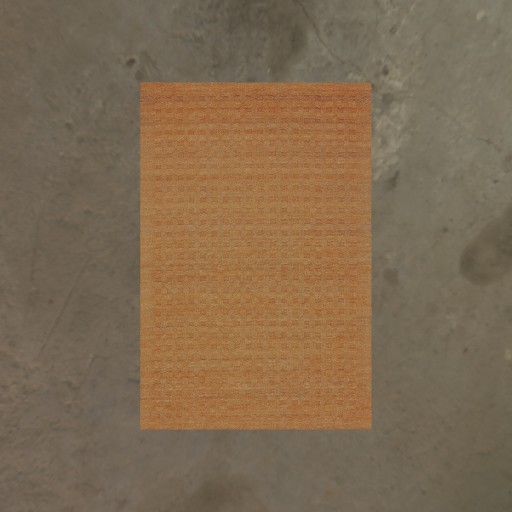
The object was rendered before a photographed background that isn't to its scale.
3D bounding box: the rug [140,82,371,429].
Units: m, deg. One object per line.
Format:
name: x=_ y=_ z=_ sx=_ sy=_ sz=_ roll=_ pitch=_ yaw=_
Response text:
rug: x=0.000 y=0.000 z=2.926 sx=1.524 sy=0.006 sz=2.285 roll=0 pitch=90 yaw=0
